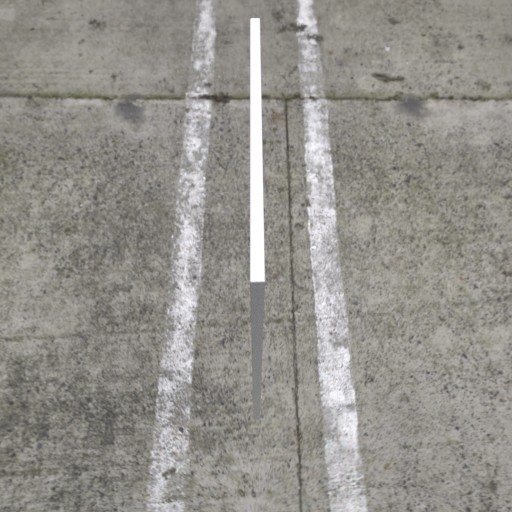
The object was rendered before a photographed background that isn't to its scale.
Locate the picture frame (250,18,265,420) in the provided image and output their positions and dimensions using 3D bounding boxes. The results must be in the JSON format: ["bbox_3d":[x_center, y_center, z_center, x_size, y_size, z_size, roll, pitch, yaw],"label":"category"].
[{"bbox_3d":[0.000,0.000,0.689,0.012,0.534,0.381,0,58,0],"label":"picture frame"}]
